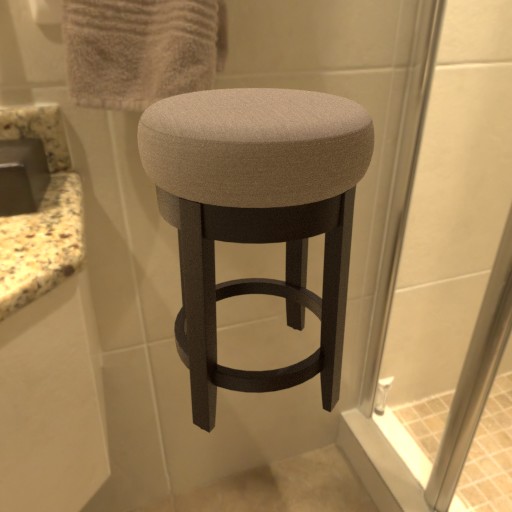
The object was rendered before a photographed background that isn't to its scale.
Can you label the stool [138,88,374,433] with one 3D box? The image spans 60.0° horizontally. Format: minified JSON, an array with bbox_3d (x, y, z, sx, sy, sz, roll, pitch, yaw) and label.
[{"bbox_3d":[0.000,0.000,0.979,0.443,0.672,0.443,0,29,0],"label":"stool"}]
